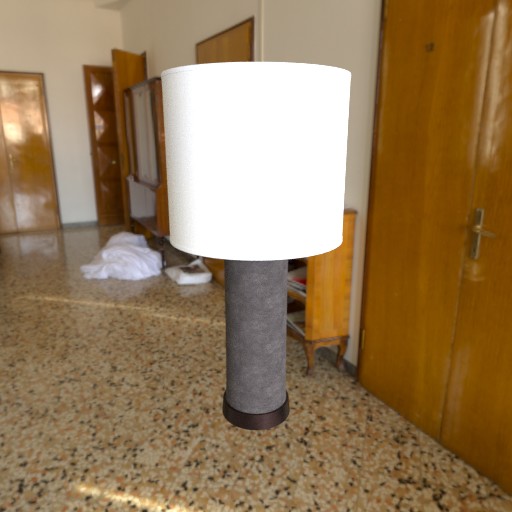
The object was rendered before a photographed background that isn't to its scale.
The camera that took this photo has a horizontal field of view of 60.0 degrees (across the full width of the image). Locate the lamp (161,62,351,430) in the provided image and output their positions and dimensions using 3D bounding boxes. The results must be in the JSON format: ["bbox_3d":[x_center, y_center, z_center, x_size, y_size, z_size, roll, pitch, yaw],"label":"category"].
[{"bbox_3d":[0.000,0.000,0.797,0.301,0.630,0.301,8,17,25],"label":"lamp"}]
